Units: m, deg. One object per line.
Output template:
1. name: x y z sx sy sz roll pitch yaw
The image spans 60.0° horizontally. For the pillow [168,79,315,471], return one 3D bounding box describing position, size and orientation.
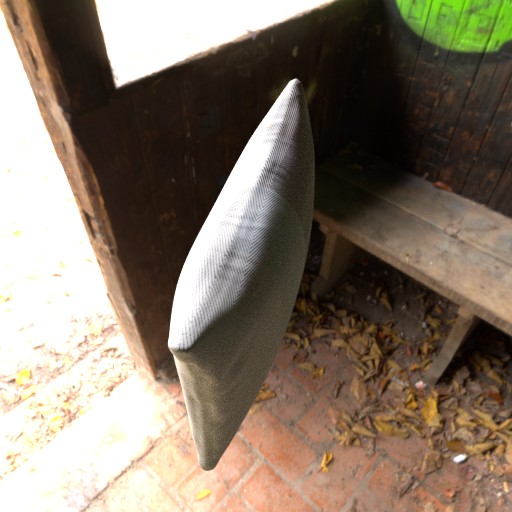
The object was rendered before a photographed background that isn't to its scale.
1. pillow: 0.000 0.000 0.636 0.139 0.305 0.506 11 47 10
